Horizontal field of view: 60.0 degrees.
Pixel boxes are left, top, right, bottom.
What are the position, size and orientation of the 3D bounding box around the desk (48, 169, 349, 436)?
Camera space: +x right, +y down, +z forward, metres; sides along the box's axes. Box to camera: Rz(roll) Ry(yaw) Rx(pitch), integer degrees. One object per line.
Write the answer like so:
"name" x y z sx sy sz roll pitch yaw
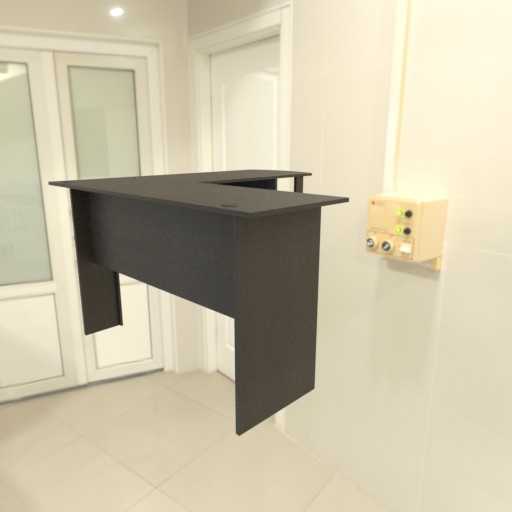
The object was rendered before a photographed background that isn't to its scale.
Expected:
"desk" 0.000 0.000 2.125 1.303 0.716 1.361 14 20 43
